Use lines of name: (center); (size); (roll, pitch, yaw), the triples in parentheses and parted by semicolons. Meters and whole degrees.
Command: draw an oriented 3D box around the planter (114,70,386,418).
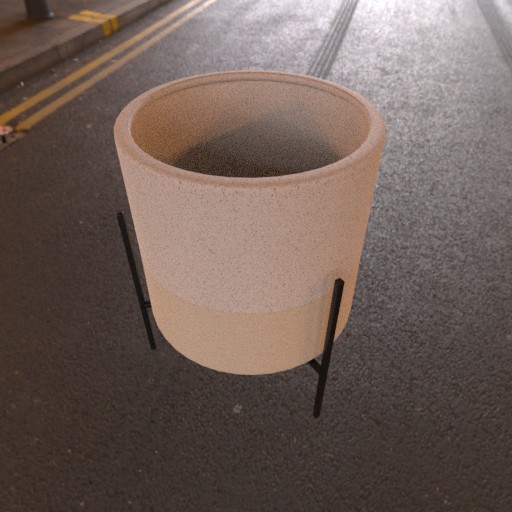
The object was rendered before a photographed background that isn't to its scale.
planter: (0.000, 0.000, 0.647); (0.313, 0.423, 0.335); (-25, 47, -26)
